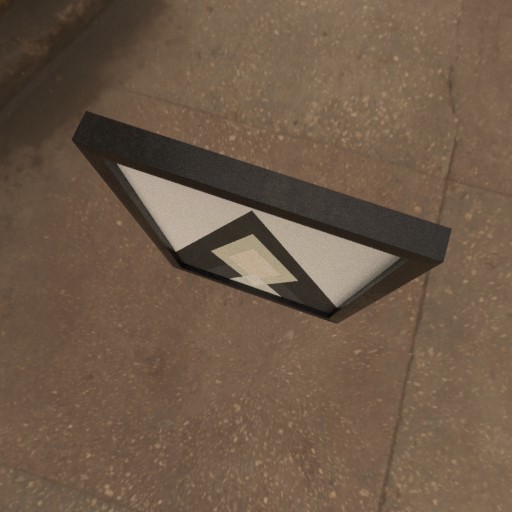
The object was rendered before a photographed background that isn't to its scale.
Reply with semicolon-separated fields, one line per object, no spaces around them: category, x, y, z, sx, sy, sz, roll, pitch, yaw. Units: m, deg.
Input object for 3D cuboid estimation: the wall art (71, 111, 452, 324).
wall art;0.000;0.000;0.576;0.313;0.457;0.031;19;76;5
